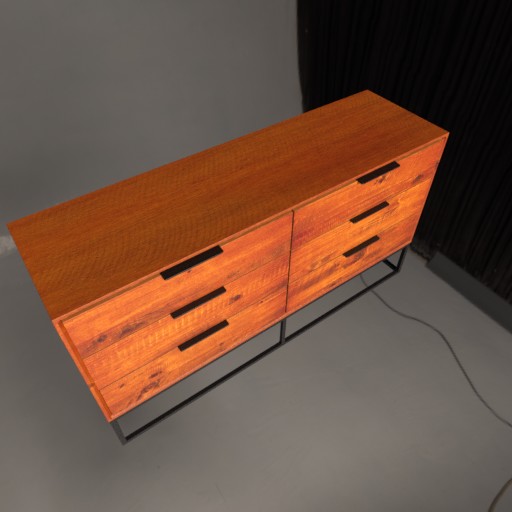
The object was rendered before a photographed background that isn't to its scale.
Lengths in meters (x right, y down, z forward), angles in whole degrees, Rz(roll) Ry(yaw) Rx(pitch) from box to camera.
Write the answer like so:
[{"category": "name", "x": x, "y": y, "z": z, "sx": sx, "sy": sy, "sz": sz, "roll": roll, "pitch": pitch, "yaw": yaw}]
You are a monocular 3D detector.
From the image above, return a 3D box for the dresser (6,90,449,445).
[{"category": "dresser", "x": 0.000, "y": 0.000, "z": 1.815, "sx": 1.536, "sy": 0.810, "sz": 0.464, "roll": -27, "pitch": 52, "yaw": -24}]
